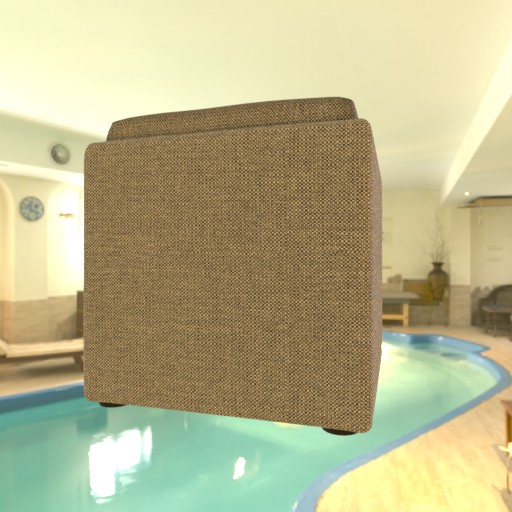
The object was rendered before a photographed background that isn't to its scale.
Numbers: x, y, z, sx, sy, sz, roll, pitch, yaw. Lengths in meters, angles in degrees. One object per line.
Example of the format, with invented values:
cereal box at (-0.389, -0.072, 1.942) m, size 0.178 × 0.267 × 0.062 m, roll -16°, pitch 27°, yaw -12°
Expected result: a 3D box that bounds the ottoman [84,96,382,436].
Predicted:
ottoman at (0.000, 0.000, 0.850) m, size 0.454 × 0.487 × 0.436 m, roll 0°, pitch 0°, yaw 18°
